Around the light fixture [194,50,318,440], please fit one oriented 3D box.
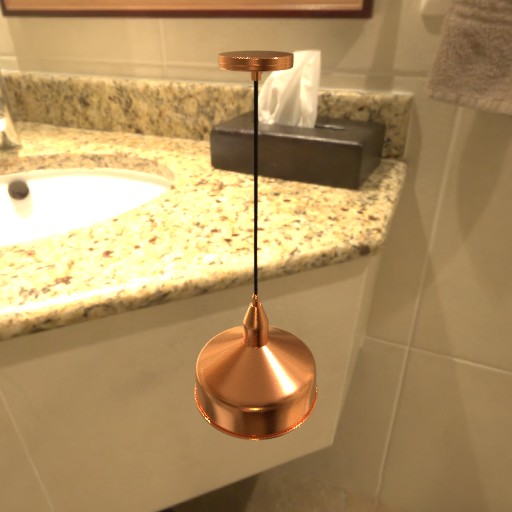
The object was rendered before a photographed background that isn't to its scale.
[{"bbox_3d":[0.000,0.000,0.905,0.301,0.754,0.301,-7,31,-13],"label":"light fixture"}]
